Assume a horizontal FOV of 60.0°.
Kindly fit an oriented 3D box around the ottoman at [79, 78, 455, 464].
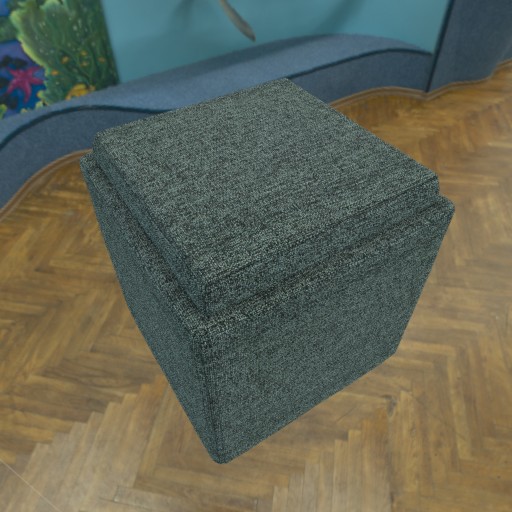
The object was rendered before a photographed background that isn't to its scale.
[{"bbox_3d":[0.000,0.000,0.827,0.450,0.463,0.450,-25,51,-22],"label":"ottoman"}]
